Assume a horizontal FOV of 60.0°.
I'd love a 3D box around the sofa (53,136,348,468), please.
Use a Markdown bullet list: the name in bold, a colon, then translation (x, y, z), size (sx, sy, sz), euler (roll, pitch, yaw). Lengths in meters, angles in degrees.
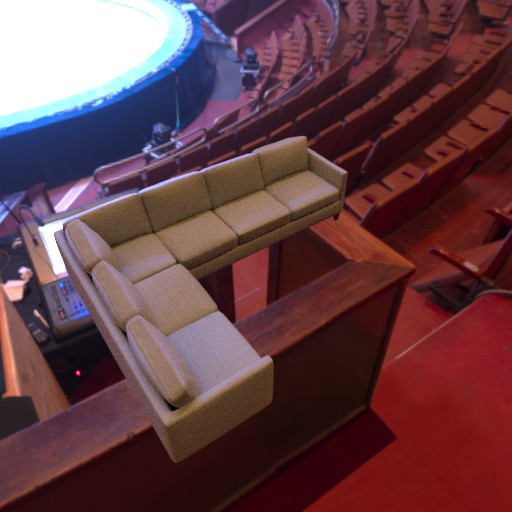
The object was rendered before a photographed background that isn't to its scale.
- **sofa**: translation (0.000, 0.000, 4.577), size (3.301, 0.947, 2.592), euler (-26, 48, -25)
